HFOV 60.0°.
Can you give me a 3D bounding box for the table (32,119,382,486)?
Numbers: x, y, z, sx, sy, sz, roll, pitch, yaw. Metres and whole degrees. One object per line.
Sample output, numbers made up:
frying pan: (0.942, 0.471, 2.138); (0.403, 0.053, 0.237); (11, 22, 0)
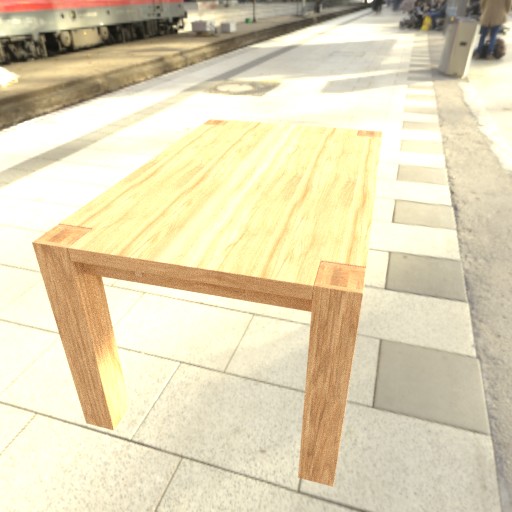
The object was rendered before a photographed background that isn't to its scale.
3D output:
table: (0.000, 0.000, 1.893); (0.900, 0.760, 1.400); (8, 32, 13)
